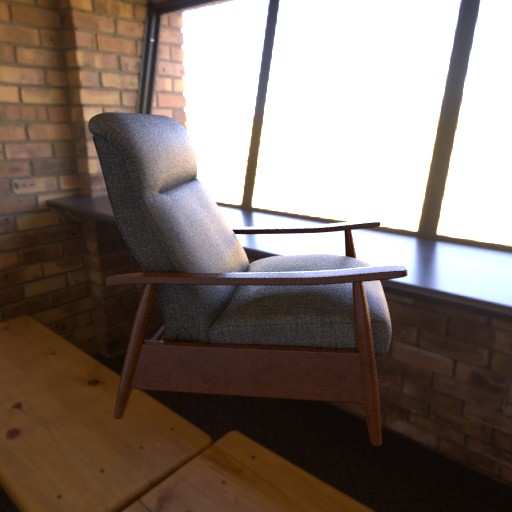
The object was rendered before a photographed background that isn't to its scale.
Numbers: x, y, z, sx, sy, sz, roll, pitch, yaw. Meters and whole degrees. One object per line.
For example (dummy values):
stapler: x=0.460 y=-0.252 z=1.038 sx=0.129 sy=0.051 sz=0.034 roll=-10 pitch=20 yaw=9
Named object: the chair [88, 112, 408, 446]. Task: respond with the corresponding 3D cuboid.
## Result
chair: x=0.000 y=0.000 z=1.764 sx=1.030 sy=1.082 sz=0.762 roll=3 pitch=17 yaw=9
